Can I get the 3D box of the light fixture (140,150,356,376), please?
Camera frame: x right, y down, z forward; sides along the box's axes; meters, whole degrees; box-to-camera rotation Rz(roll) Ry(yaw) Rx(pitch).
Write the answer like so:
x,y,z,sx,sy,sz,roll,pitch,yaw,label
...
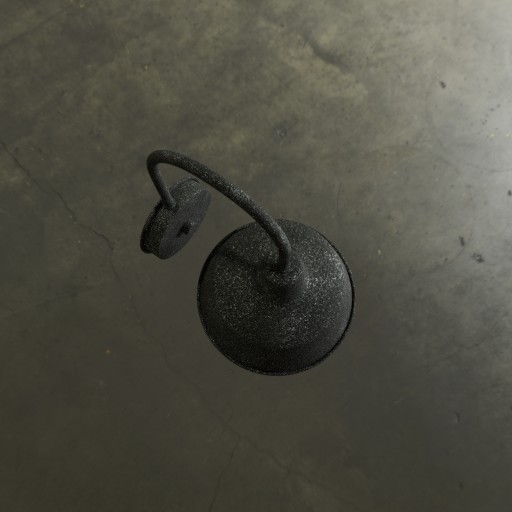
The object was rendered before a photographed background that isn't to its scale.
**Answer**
x,y,z,sx,sy,sz,roll,pitch,yaw,label
0.000,0.000,0.490,0.283,0.300,0.216,34,77,9,light fixture
